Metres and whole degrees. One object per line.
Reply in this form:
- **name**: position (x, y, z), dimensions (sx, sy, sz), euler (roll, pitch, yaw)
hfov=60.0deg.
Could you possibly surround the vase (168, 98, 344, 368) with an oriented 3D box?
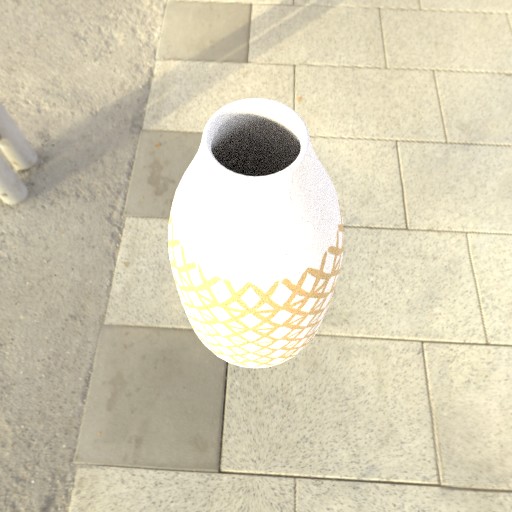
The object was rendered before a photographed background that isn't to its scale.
- **vase**: position (0.000, 0.000, 0.481), dimensions (0.186, 0.380, 0.186), euler (0, 64, 0)
